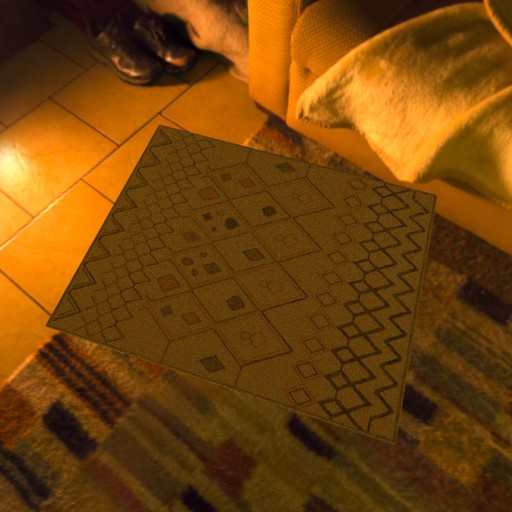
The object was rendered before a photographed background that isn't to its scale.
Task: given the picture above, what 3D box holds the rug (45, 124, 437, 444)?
[{"bbox_3d":[0.000,0.000,4.153,3.050,0.016,2.441,16,64,8],"label":"rug"}]
